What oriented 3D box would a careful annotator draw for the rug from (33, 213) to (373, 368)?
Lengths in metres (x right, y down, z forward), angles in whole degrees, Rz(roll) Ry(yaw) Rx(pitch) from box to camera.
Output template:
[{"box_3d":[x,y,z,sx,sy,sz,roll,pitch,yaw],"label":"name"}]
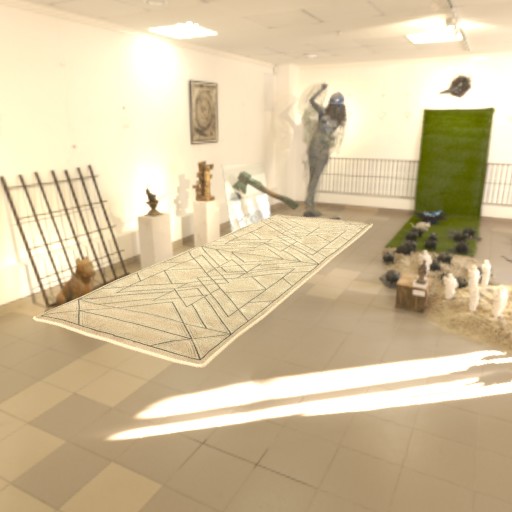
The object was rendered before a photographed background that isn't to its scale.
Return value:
[{"box_3d":[0.000,0.000,2.630,0.831,0.036,2.381,8,19,26],"label":"rug"}]
